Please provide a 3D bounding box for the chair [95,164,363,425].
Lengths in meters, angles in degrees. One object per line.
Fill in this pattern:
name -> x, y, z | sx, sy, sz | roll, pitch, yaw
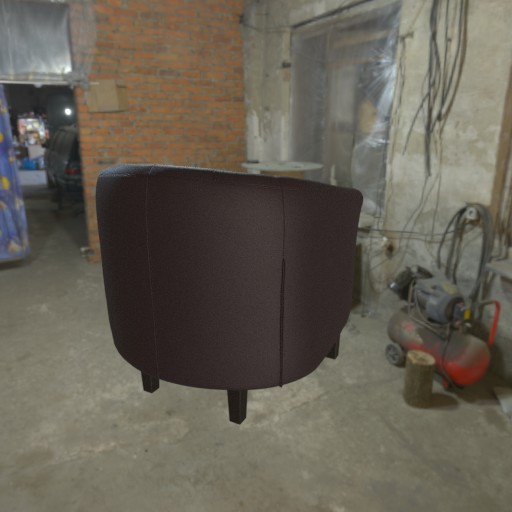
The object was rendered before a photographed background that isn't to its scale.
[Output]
chair -> 0.000, 0.000, 1.691 | 0.763, 0.760, 1.191 | 8, 18, 27
